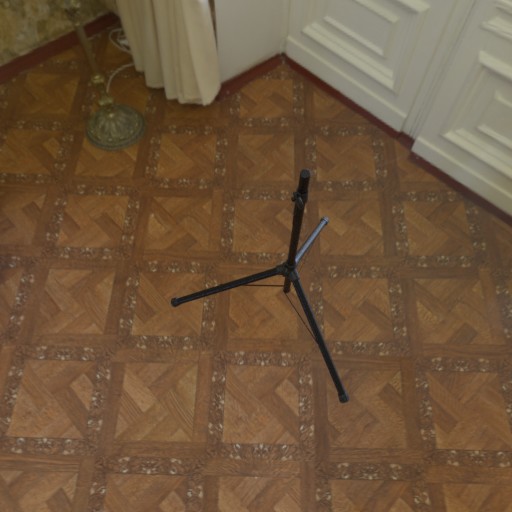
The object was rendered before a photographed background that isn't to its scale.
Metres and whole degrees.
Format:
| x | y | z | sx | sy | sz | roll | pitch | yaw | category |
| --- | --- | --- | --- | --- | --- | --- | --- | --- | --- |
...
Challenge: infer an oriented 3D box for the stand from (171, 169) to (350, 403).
| x | y | z | sx | sy | sz | roll | pitch | yaw | category |
| --- | --- | --- | --- | --- | --- | --- | --- | --- | --- |
| 0.000 | 0.000 | 1.886 | 0.907 | 1.136 | 1.045 | 0 | 63 | 0 | stand |
